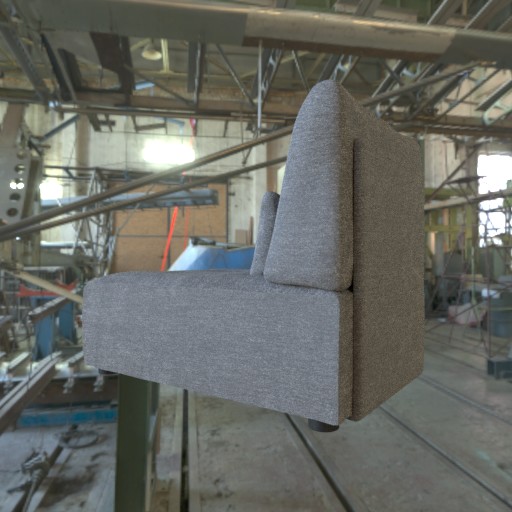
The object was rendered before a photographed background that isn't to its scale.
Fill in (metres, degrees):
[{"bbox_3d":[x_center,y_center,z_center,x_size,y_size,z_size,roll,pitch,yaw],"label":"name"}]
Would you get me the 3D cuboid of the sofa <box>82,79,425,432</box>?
[{"bbox_3d":[0.000,0.000,1.545,1.000,0.820,0.700,0,0,36],"label":"sofa"}]
